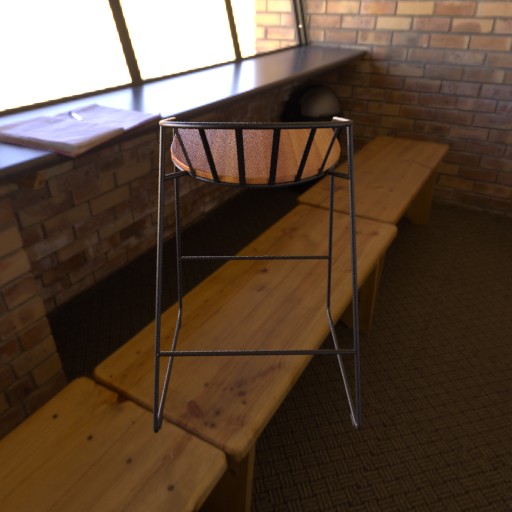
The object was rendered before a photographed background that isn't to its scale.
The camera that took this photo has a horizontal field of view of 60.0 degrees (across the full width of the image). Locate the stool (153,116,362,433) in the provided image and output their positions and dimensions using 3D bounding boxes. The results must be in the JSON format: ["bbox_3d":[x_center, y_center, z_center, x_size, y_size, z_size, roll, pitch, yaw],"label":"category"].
[{"bbox_3d":[0.000,0.000,1.177,0.546,0.812,0.521,-1,31,-1],"label":"stool"}]
